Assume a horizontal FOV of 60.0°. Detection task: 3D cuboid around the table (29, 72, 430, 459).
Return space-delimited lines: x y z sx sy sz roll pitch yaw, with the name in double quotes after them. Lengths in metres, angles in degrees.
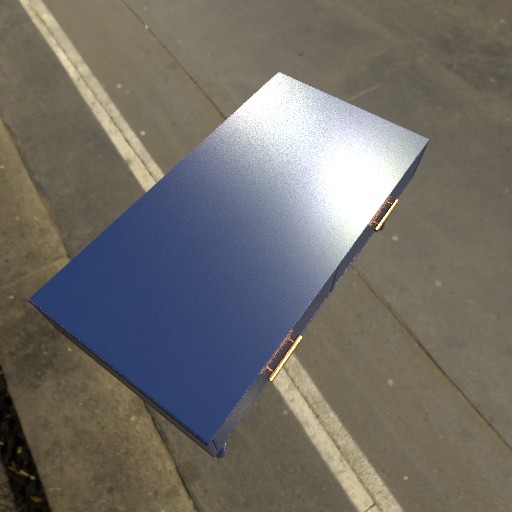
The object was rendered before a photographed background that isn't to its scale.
0.000 0.000 1.387 0.572 0.457 1.067 32 63 18 "table"
